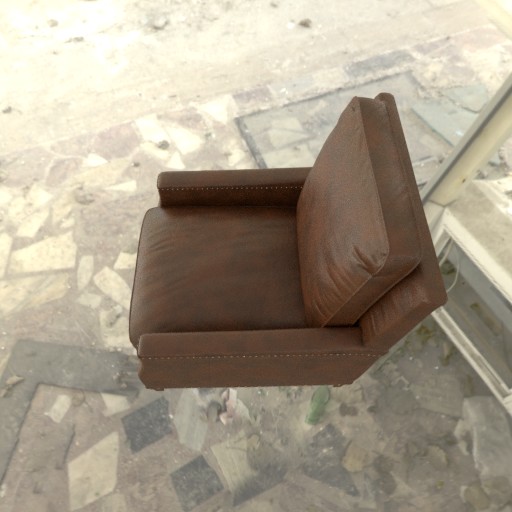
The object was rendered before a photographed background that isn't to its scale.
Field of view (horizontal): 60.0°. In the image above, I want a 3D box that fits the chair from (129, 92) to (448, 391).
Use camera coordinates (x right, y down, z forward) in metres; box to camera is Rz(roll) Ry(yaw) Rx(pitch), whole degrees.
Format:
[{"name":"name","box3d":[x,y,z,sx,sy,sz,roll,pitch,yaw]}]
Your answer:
[{"name":"chair","box3d":[0.000,0.000,1.792,1.035,1.054,0.854,-1,59,-1]}]
